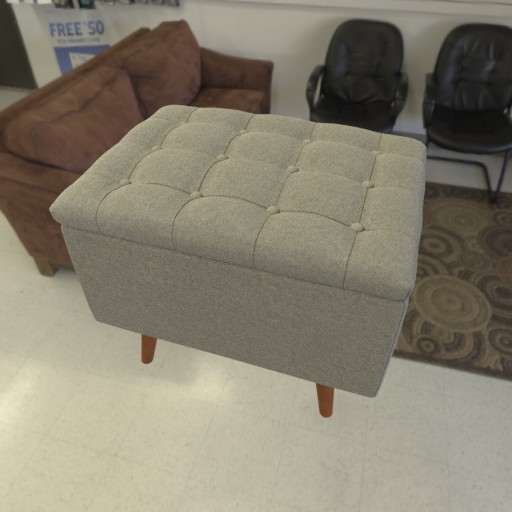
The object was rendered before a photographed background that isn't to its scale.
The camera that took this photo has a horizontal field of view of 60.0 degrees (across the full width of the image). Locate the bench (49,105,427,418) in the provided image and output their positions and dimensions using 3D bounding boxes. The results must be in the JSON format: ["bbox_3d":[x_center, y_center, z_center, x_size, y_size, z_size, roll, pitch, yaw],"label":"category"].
[{"bbox_3d":[0.000,0.000,0.913,0.572,0.469,0.417,12,43,14],"label":"bench"}]
